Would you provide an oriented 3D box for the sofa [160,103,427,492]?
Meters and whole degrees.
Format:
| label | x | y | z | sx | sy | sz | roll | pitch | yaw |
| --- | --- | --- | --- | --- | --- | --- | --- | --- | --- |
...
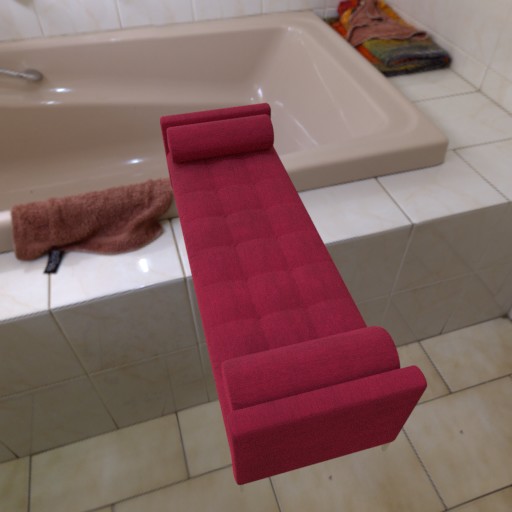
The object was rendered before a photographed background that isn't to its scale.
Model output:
| label | x | y | z | sx | sy | sz | roll | pitch | yaw |
| --- | --- | --- | --- | --- | --- | --- | --- | --- | --- |
| sofa | 0.000 | 0.000 | 2.293 | 0.686 | 0.635 | 1.981 | -11 | 48 | -10 |
